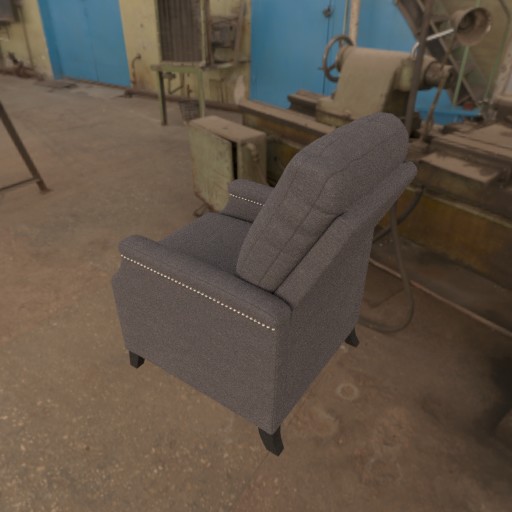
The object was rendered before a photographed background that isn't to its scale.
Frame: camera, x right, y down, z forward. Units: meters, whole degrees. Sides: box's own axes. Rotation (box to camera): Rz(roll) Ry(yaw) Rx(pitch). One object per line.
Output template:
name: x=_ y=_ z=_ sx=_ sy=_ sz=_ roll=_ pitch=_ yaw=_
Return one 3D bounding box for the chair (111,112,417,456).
chair: x=0.000 y=0.000 z=1.652 sx=0.922 sy=1.049 sz=0.710 roll=20 pitch=38 yaw=29
